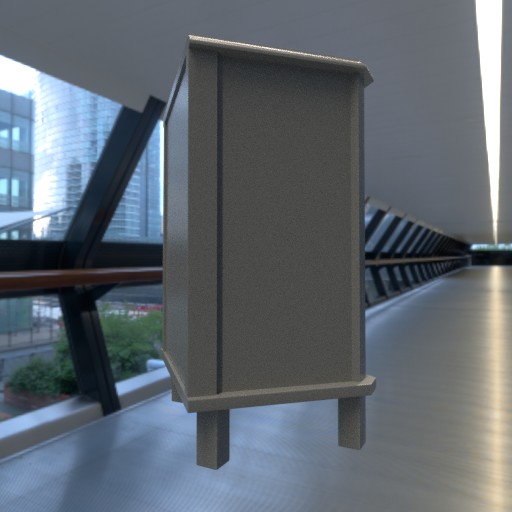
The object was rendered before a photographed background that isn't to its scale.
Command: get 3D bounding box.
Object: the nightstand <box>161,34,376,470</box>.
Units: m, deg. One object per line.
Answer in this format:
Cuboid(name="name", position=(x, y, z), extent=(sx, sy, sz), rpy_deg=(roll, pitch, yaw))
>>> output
Cuboid(name="nightstand", position=(0.000, 0.000, 0.929), extent=(0.348, 0.680, 0.435), rpy_deg=(0, -1, -17))
